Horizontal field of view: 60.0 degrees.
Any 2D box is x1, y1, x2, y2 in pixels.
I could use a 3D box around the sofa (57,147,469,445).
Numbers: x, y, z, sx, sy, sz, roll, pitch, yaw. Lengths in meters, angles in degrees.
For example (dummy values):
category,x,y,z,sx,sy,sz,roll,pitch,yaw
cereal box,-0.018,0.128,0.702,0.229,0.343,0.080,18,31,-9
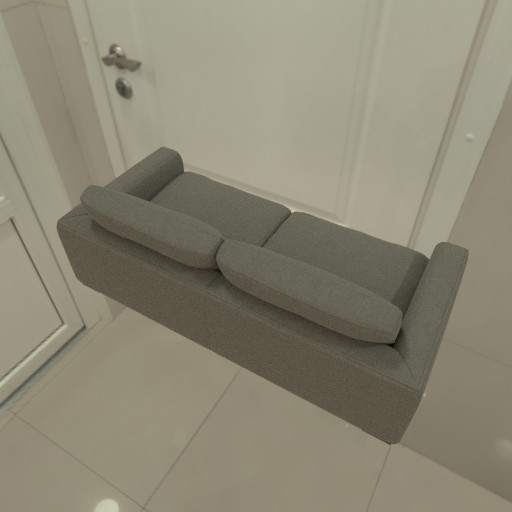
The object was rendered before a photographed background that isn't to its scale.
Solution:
category,x,y,z,sx,sy,sz,roll,pitch,yaw
sofa,0.000,0.000,2.710,2.262,0.801,1.070,22,49,21
